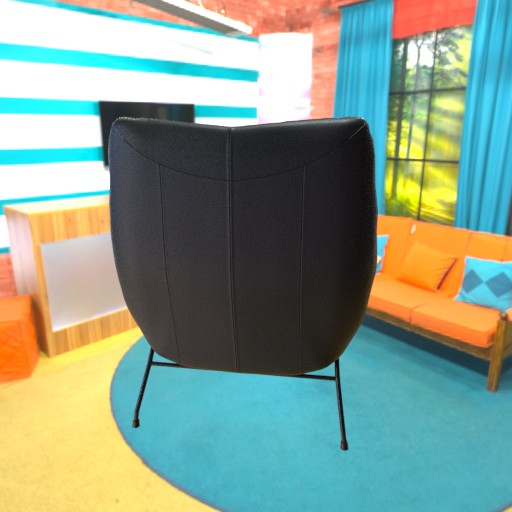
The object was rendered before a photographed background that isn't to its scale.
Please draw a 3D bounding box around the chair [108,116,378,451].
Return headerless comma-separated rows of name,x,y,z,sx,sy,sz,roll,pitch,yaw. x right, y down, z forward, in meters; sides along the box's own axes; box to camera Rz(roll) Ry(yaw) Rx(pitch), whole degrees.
chair,0.000,0.000,1.569,0.836,0.922,0.826,2,16,9
